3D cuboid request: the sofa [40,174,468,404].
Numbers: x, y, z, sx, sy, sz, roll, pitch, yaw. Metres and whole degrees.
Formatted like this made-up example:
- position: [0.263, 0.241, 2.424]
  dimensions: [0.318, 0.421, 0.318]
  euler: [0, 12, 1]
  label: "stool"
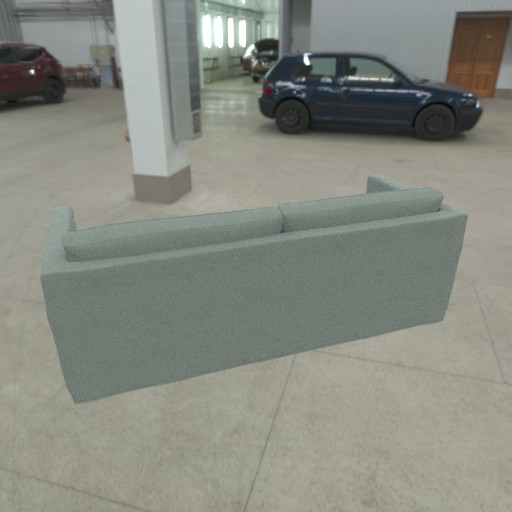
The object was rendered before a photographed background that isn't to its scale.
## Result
- position: [0.000, 0.000, 2.732]
  dimensions: [2.312, 0.853, 0.962]
  euler: [-9, 27, -17]
  label: "sofa"
